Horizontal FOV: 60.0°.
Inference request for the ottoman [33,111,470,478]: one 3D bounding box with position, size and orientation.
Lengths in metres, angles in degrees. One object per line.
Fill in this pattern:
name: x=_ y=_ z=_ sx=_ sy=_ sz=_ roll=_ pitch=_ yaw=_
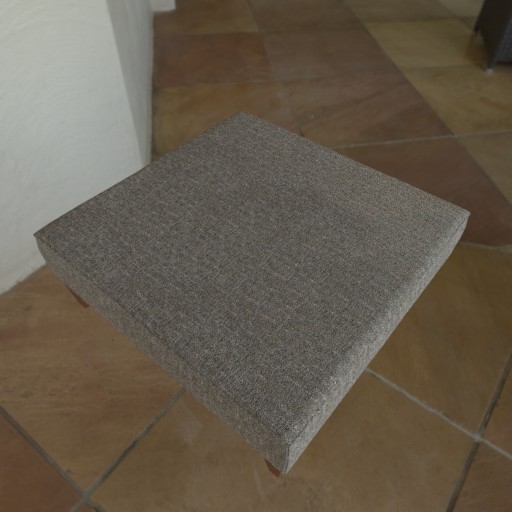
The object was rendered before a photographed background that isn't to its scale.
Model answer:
ottoman: x=0.000 y=0.000 z=1.498 sx=1.016 sy=0.379 sz=0.981 roll=32 pitch=55 yaw=26
